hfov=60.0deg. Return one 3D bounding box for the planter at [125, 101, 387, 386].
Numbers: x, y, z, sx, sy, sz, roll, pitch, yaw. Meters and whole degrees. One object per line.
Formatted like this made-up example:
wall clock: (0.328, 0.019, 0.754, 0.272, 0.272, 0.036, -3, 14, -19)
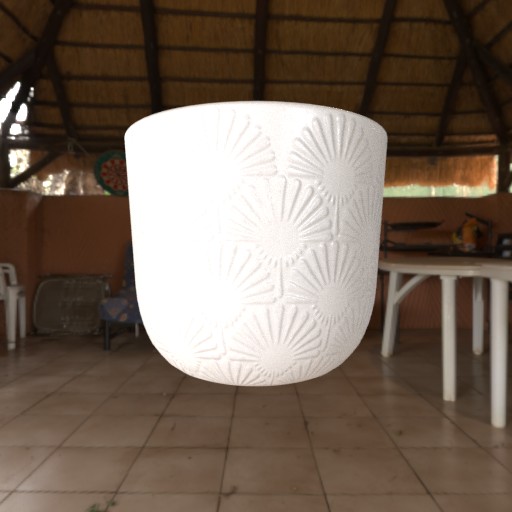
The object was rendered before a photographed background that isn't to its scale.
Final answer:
planter: (0.000, 0.000, 0.299, 0.170, 0.152, 0.170, 0, 0, 0)
